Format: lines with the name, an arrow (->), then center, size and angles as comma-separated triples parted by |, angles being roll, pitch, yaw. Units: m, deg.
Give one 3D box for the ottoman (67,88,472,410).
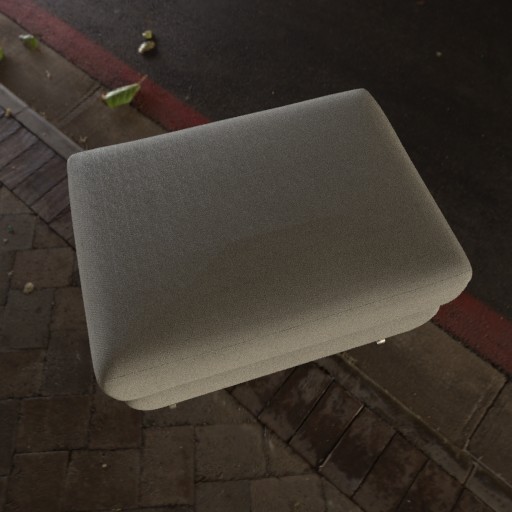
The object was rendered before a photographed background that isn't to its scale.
ottoman -> 0.000, 0.000, 1.124 | 0.773, 0.504, 0.569 | -15, 64, -8
